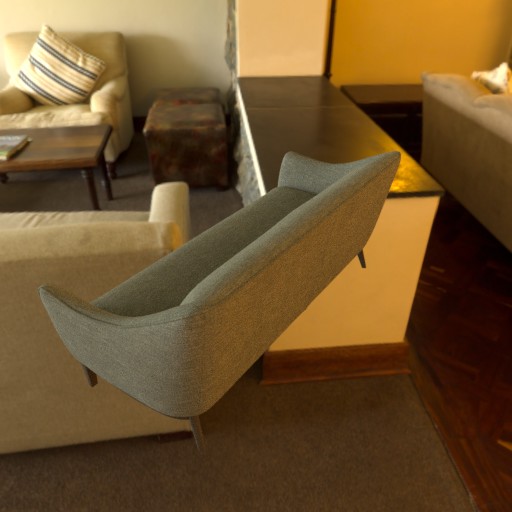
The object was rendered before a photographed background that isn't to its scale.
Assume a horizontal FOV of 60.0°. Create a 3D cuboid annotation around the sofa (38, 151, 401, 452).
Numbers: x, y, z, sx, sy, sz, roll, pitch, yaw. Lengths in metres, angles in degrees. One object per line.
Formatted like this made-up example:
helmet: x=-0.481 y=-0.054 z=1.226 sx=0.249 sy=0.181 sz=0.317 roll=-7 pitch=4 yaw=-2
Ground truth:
sofa: x=0.000 y=0.000 z=2.347 sx=0.867 sy=0.829 sz=1.928 roll=21 pitch=39 yaw=29
